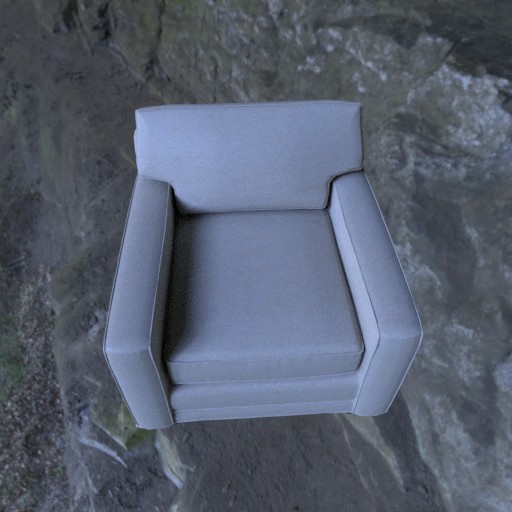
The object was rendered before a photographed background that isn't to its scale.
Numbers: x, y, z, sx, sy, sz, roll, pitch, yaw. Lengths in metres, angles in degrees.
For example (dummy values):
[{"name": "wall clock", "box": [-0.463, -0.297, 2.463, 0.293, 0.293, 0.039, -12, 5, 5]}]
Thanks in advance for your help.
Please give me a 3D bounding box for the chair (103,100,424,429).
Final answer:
[{"name": "chair", "box": [0.000, 0.000, 1.791, 0.998, 0.913, 1.043, -3, 47, -2]}]
